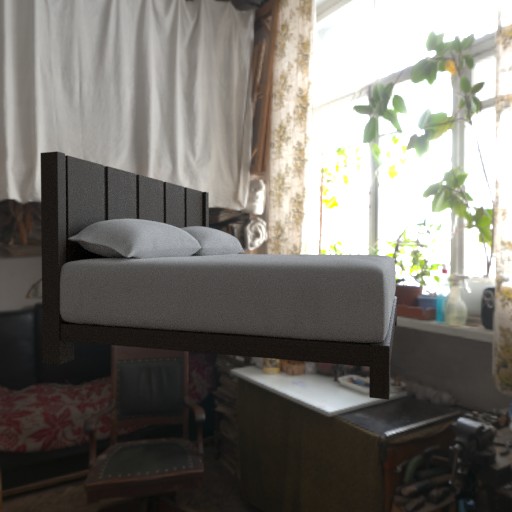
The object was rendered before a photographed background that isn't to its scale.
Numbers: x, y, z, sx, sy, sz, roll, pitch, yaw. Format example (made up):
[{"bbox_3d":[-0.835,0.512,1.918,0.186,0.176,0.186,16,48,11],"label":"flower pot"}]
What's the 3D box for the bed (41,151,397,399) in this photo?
[{"bbox_3d":[0.000,0.000,3.363,2.012,1.270,2.134,0,1,19],"label":"bed"}]
